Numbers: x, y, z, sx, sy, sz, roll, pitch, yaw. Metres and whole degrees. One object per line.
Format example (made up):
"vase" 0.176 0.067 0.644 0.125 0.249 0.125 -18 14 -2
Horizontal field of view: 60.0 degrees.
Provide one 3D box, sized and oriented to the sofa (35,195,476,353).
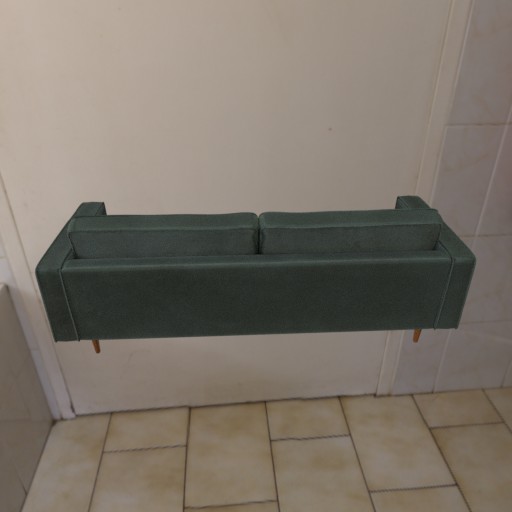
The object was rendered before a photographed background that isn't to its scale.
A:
"sofa" 0.000 0.000 2.632 2.214 0.781 0.886 -1 30 -2
